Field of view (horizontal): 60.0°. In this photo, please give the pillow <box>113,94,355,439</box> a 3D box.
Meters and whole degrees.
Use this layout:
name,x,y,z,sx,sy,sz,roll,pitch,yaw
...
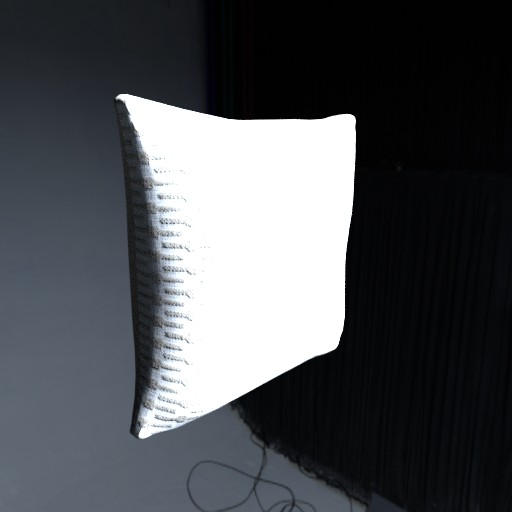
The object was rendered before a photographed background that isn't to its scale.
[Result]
name,x,y,z,sx,sy,sz,roll,pitch,yaw
pillow,0.000,0.000,0.768,0.496,0.491,0.219,-13,19,-43
